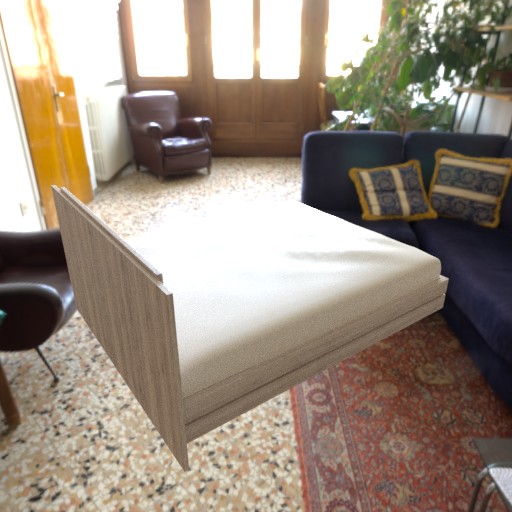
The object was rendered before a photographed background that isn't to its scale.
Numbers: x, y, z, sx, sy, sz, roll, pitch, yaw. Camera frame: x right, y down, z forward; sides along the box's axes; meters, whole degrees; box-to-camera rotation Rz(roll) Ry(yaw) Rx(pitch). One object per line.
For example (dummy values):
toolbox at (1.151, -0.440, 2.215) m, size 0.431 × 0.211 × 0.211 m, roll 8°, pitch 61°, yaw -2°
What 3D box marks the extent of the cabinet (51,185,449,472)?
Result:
cabinet at (0.000, 0.000, 3.043) m, size 2.080 × 0.970 × 1.750 m, roll -17°, pitch 31°, yaw -32°
